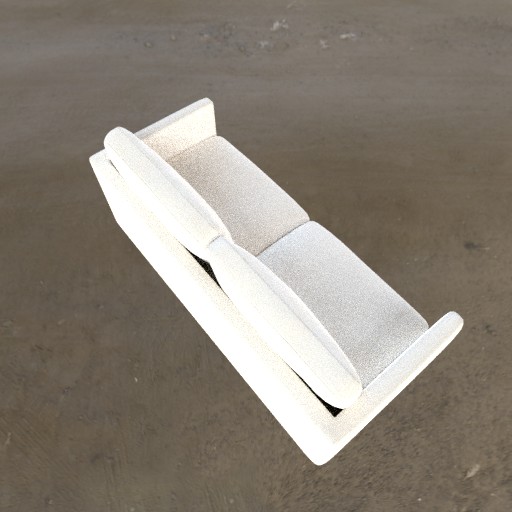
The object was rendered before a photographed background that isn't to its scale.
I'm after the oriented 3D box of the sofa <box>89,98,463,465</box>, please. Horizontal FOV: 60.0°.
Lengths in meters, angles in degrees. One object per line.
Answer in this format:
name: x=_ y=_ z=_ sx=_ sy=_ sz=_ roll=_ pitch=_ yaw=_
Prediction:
sofa: x=0.000 y=0.000 z=2.621 sx=0.924 sy=0.933 sz=2.139 roll=-35 pitch=64 yaw=-20
